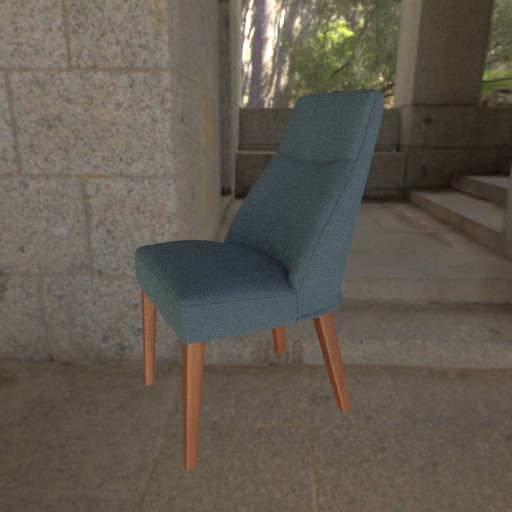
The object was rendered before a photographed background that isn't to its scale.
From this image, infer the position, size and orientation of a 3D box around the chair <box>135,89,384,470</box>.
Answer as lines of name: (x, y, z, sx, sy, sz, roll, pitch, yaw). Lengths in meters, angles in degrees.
chair: (0.000, 0.000, 1.308, 0.620, 0.930, 0.500, -8, 18, -26)
